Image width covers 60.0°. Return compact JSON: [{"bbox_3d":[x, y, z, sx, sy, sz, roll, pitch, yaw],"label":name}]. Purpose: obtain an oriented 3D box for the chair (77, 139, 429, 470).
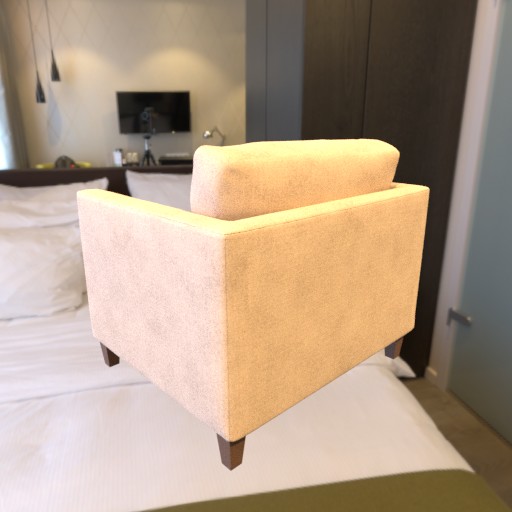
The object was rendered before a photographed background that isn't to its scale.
[{"bbox_3d":[0.000,0.000,1.860,1.133,0.961,0.959,-16,23,-41],"label":"chair"}]
